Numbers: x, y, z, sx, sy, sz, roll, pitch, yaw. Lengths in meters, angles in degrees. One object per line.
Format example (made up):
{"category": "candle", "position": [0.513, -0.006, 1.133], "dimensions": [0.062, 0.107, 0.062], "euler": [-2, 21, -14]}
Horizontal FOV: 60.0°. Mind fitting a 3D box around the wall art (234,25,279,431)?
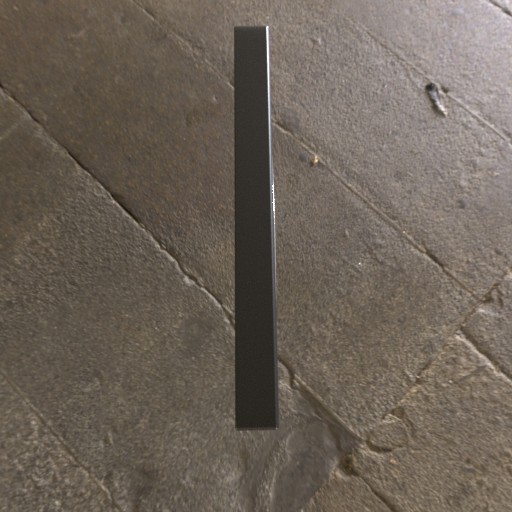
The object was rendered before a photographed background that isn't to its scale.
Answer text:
{"category": "wall art", "position": [0.000, 0.000, 0.619], "dimensions": [0.041, 0.407, 0.406], "euler": [-1, 76, 0]}
